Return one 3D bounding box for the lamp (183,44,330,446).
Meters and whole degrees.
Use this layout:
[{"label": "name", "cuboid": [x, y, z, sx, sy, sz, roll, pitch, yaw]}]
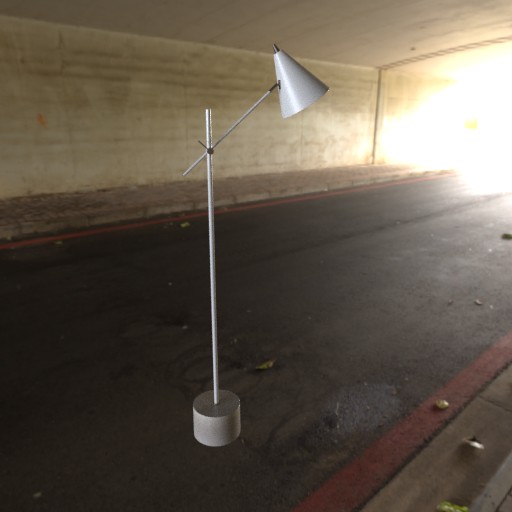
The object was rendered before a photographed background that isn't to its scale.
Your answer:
[{"label": "lamp", "cuboid": [0.000, 0.000, 1.625, 0.508, 1.430, 0.223, -3, 16, -10]}]
